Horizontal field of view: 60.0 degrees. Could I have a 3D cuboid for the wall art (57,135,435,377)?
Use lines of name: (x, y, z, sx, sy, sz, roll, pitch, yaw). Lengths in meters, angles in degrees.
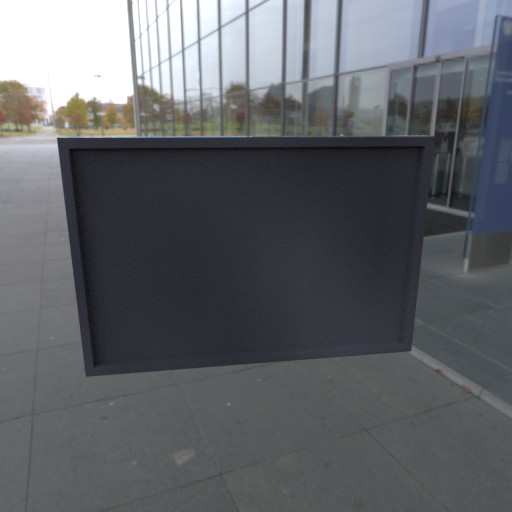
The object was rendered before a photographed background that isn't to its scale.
wall art: (0.000, 0.000, 0.780, 0.609, 0.406, 0.033, -2, 16, -8)
